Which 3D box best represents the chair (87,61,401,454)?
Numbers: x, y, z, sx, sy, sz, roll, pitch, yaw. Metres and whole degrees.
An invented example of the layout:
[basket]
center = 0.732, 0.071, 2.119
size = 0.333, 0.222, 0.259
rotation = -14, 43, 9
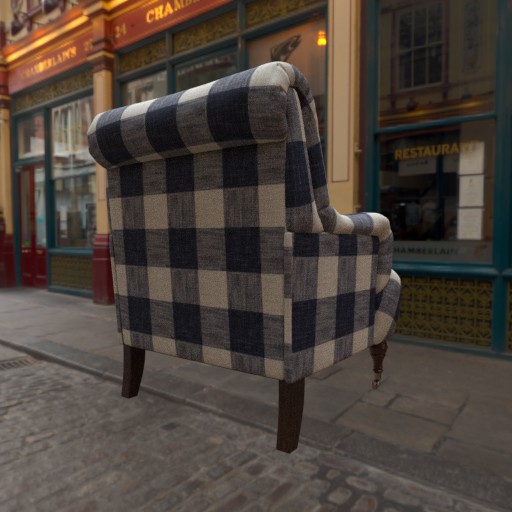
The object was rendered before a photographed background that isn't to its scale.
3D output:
[chair]
center = 0.000, 0.000, 1.537
size = 0.781, 0.953, 0.848
rotation = 1, 2, 37
